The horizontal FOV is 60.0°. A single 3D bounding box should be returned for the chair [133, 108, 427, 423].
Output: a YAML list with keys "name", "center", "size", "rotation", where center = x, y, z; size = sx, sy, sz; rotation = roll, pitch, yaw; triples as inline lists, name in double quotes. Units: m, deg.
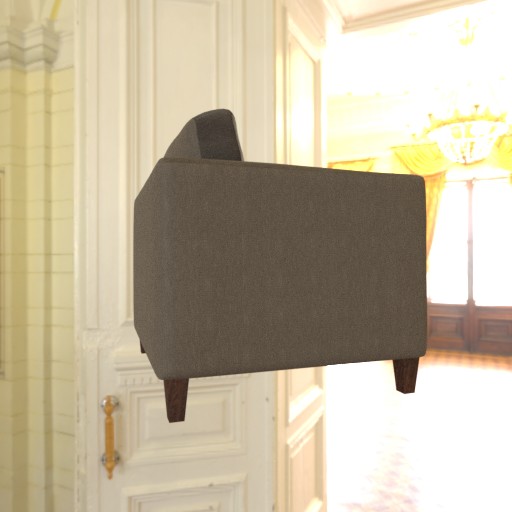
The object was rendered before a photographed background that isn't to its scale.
- name: "chair"
  center: [0.000, 0.000, 1.889]
  size: [0.959, 0.963, 1.107]
  rotation: [0, 0, -19]
